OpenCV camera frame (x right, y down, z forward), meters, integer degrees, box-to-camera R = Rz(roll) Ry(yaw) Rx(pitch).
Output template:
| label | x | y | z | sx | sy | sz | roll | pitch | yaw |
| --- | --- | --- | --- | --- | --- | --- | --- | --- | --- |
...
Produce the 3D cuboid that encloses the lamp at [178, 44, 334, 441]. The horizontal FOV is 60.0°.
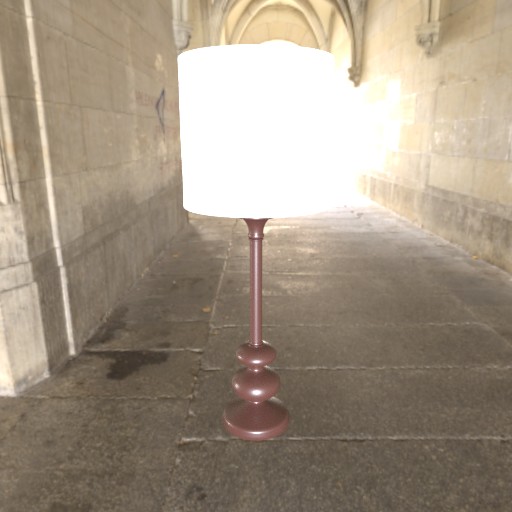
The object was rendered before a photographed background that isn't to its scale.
| label | x | y | z | sx | sy | sz | roll | pitch | yaw |
| --- | --- | --- | --- | --- | --- | --- | --- | --- | --- |
| lamp | 0.000 | 0.000 | 0.814 | 0.254 | 0.690 | 0.254 | -14 | 21 | -43 |
